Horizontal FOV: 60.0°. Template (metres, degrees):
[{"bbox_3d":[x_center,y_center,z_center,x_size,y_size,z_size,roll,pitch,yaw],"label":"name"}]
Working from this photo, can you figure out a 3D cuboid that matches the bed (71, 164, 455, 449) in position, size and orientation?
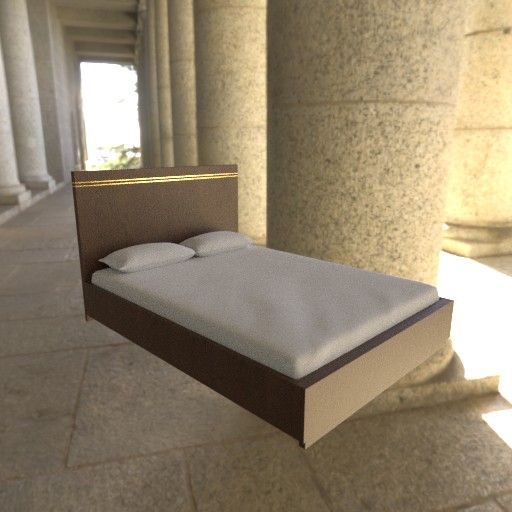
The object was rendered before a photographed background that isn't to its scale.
[{"bbox_3d":[0.000,0.000,3.172,1.613,1.169,2.221,-14,20,-43],"label":"bed"}]
